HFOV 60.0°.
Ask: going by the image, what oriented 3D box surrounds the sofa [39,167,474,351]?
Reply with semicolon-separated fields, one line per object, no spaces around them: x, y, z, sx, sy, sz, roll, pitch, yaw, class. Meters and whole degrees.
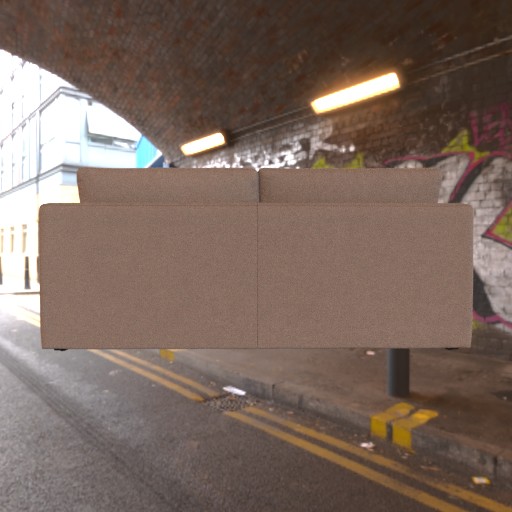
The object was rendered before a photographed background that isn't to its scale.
0.000;0.000;2.458;1.905;0.839;1.091;0;1;-1;sofa
